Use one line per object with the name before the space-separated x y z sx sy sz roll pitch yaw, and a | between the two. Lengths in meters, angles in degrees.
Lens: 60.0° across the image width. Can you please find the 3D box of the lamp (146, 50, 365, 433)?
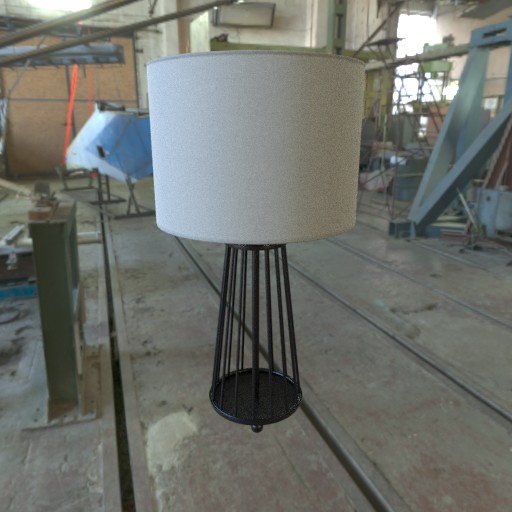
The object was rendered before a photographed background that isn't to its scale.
lamp | 0.000 0.000 0.752 0.322 0.593 0.322 8 18 24
